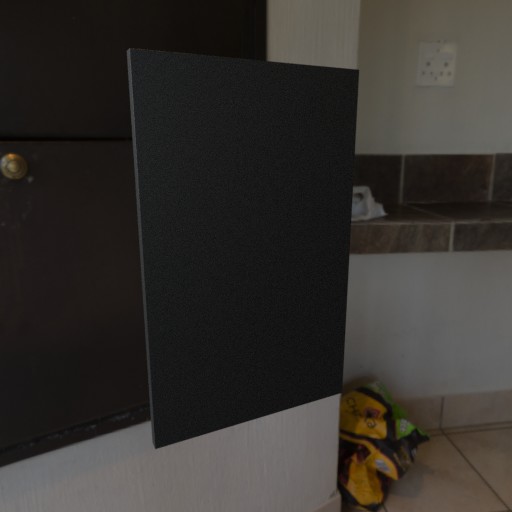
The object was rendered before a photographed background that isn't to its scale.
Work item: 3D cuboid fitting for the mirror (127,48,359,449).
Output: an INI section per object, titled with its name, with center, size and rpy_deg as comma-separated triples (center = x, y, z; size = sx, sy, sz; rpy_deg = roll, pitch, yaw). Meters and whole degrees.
[mirror]
center = 0.000, 0.000, 1.495
size = 0.762, 1.219, 0.038
rpy_deg = -7, 16, -26
